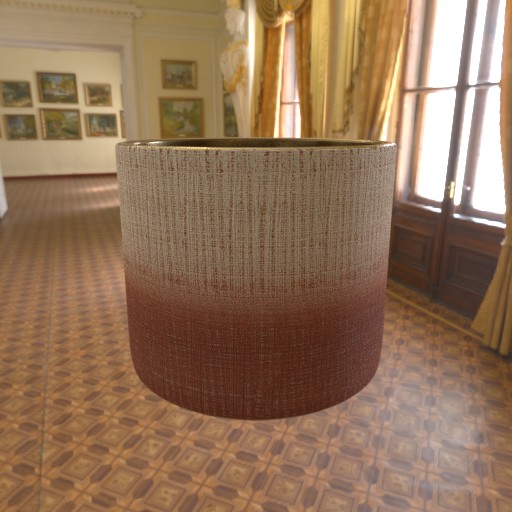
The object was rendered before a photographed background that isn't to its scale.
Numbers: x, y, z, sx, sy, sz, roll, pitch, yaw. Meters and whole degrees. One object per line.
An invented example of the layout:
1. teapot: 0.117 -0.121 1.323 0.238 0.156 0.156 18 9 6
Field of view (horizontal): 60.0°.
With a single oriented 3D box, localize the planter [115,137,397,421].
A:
1. planter: 0.000 0.000 0.440 0.254 0.221 0.254 0 17 0
